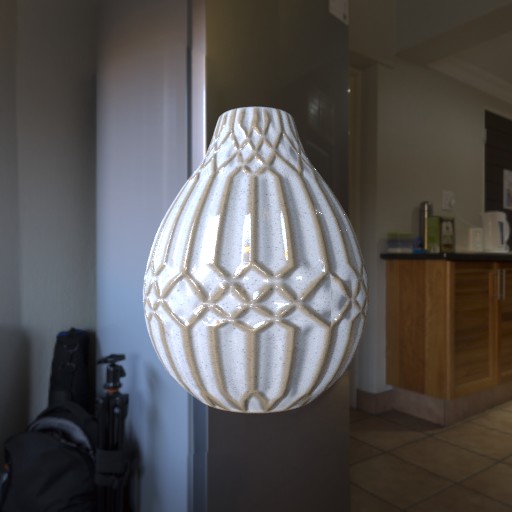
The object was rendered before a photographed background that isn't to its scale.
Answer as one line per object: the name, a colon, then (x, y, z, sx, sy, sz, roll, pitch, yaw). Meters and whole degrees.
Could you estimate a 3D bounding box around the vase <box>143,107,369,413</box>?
vase: (0.000, 0.000, 0.322, 0.159, 0.200, 0.159, 0, 0, 0)
